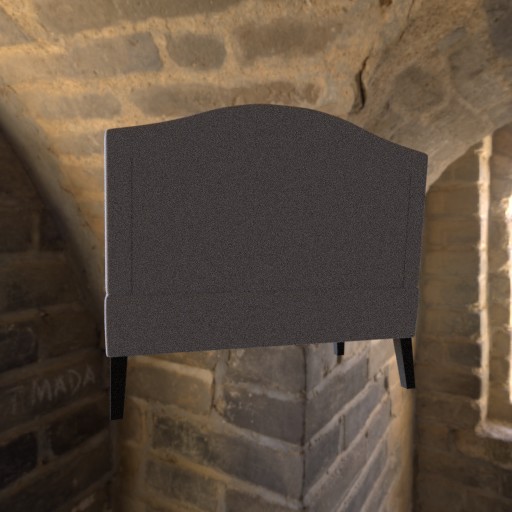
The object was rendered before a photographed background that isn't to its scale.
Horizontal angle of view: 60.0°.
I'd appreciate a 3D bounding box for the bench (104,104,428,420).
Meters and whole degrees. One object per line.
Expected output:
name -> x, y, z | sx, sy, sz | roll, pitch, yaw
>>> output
bench -> 0.000, 0.000, 2.091 | 1.335, 1.180, 0.815 | 0, 1, -17
